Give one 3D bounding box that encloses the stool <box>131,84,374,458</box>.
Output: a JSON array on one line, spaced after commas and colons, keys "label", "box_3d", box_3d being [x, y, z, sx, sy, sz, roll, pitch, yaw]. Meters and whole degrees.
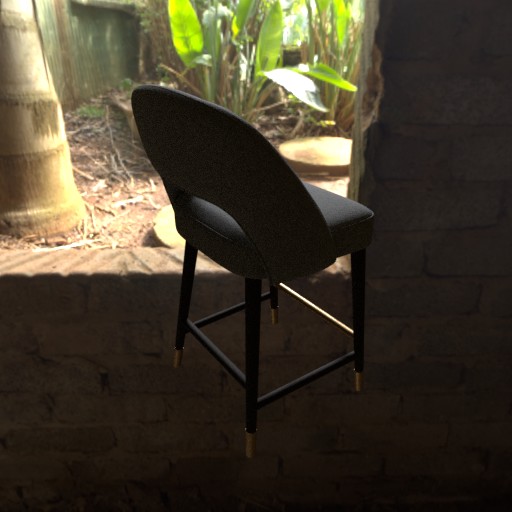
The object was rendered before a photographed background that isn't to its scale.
[{"label": "stool", "box_3d": [0.000, 0.000, 1.243, 0.524, 0.925, 0.536, -18, 32, -31]}]
